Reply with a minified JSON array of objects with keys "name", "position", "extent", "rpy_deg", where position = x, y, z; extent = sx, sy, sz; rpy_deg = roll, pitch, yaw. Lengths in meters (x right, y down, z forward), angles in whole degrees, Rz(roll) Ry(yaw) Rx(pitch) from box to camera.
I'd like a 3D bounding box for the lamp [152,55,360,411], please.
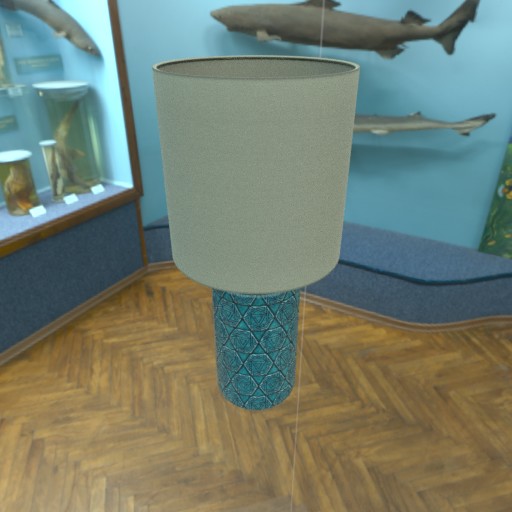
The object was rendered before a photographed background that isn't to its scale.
[{"name":"lamp","position":[0.000,0.000,0.749],"extent":[0.278,0.597,0.278],"rpy_deg":[17,33,28]}]
